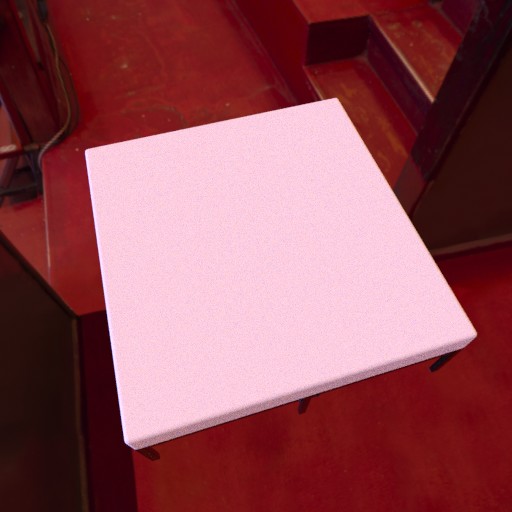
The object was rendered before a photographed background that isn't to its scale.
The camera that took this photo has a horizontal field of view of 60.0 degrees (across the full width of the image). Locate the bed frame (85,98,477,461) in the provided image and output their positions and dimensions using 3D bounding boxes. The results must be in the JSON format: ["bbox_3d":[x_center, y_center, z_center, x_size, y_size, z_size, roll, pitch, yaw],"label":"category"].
[{"bbox_3d":[0.000,0.000,3.088,1.963,0.659,2.079,-14,60,-9],"label":"bed frame"}]
